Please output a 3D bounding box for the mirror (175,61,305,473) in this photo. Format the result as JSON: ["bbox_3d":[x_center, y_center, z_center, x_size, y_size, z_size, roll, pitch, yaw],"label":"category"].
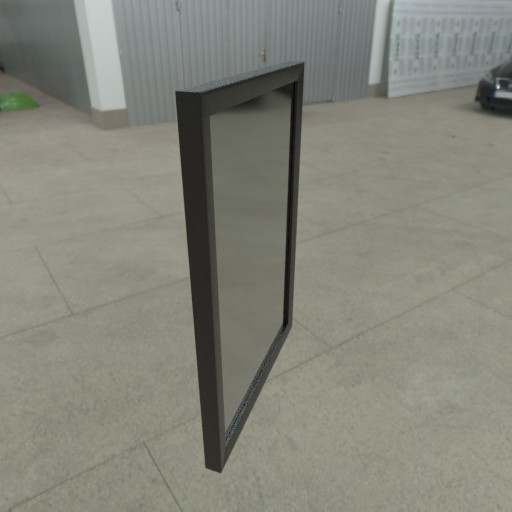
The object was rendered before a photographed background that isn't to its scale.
[{"bbox_3d":[0.000,0.000,0.923,0.040,0.710,0.507,10,29,18],"label":"mirror"}]
